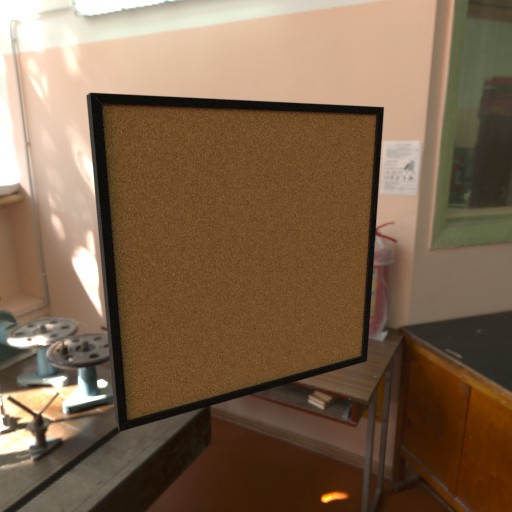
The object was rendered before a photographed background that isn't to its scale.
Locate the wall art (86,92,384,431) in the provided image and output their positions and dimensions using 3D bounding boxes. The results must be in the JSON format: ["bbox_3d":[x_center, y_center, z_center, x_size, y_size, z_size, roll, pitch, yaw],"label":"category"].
[{"bbox_3d":[0.000,0.000,0.767,0.506,0.506,0.036,-7,16,-27],"label":"wall art"}]
